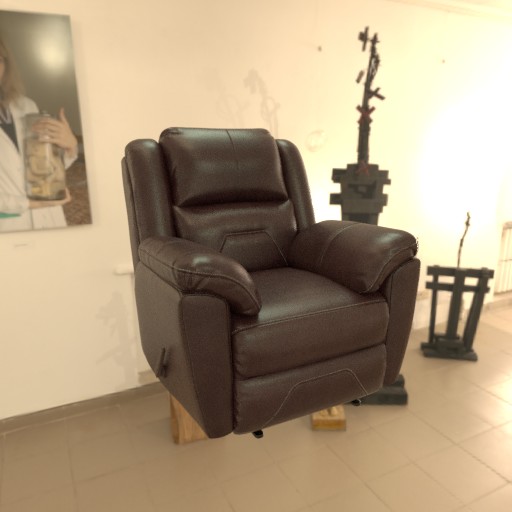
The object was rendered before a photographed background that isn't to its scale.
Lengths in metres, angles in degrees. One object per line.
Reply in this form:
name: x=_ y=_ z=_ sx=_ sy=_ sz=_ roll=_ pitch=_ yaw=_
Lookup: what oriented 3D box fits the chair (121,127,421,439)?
chair: x=0.000 y=0.000 z=1.925 sx=0.990 sy=1.093 sz=1.041 roll=-7 pitch=16 yaw=-26
